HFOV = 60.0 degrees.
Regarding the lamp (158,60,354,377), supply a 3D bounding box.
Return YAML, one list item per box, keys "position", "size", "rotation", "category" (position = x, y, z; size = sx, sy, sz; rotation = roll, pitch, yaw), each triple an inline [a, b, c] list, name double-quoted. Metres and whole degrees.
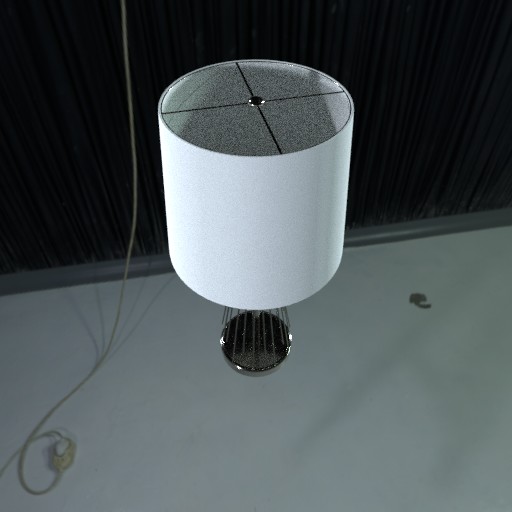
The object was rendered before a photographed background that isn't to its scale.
- position: [0.000, 0.000, 0.813]
  size: [0.303, 0.618, 0.303]
  rotation: [0, 47, 0]
  category: "lamp"
